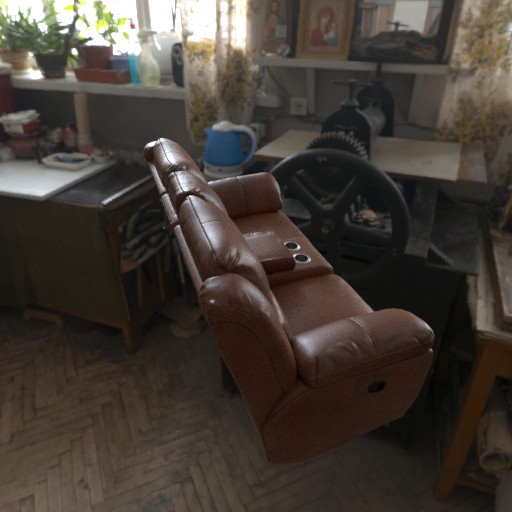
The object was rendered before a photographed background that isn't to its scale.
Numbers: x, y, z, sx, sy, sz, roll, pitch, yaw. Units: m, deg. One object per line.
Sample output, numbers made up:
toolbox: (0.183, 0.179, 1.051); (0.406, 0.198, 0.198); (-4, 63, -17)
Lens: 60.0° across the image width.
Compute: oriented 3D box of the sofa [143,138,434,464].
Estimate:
sofa: (0.000, 0.000, 2.562); (0.991, 1.043, 2.058); (-10, 32, -16)
